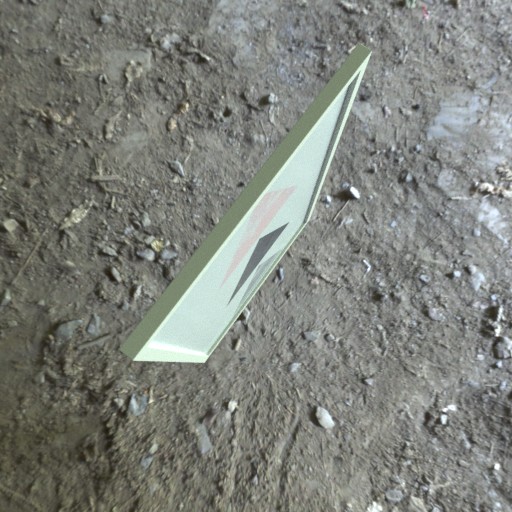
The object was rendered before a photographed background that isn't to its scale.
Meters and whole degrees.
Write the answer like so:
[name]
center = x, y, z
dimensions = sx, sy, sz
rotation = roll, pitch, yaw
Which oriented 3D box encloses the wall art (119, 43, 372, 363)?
[wall art]
center = 0.000, 0.000, 0.542
dimensions = 0.013, 0.433, 0.303
rotation = 35, 79, 8
